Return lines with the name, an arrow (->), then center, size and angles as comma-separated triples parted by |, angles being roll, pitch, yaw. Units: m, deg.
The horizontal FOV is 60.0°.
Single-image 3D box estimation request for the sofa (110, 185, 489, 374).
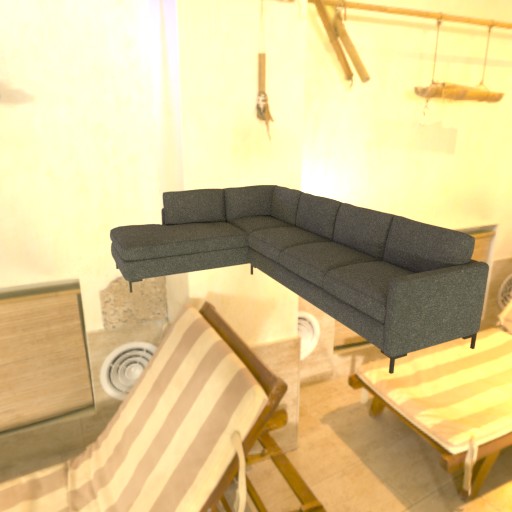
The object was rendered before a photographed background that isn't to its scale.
sofa -> 0.000, 0.000, 3.772 | 2.007, 0.815, 2.949 | -8, 19, -25
